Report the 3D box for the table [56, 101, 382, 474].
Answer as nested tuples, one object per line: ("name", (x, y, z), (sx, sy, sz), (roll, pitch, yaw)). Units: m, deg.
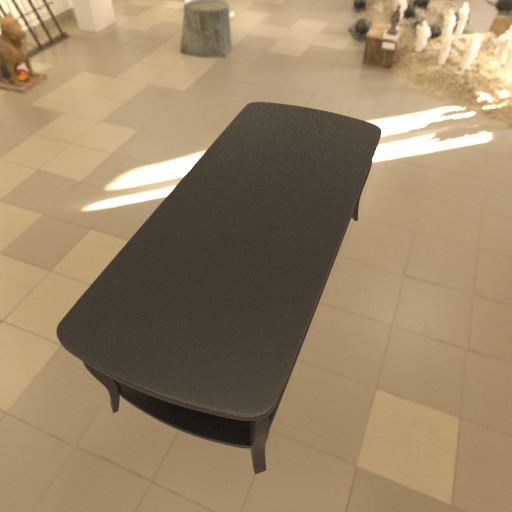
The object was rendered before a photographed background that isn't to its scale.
("table", (0.000, 0.000, 1.559), (0.571, 0.457, 1.333), (16, 48, 15))
